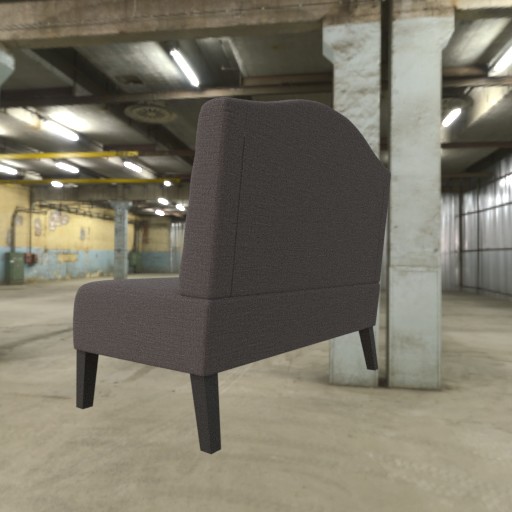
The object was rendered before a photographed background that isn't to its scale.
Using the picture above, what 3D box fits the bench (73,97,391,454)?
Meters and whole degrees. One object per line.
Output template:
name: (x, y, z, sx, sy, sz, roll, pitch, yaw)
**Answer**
bench: (0.000, 0.000, 2.012, 0.815, 1.180, 1.335, -1, -1, 37)
